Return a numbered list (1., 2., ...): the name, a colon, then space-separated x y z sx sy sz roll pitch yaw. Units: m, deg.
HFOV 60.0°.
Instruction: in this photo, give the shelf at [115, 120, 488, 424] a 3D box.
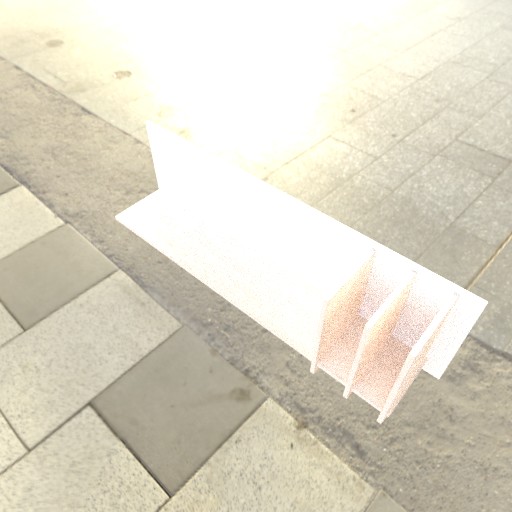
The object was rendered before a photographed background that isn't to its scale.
1. shelf: 0.000 0.000 1.144 1.020 0.300 0.200 33 55 27
